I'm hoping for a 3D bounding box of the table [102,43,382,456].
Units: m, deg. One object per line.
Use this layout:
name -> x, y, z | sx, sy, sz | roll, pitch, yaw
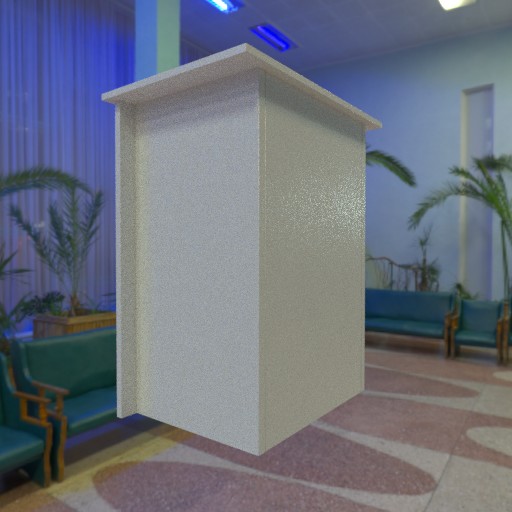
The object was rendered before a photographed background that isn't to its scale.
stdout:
table -> 0.000, 0.000, 1.089 | 0.406, 0.711, 0.589 | 1, 1, 37
